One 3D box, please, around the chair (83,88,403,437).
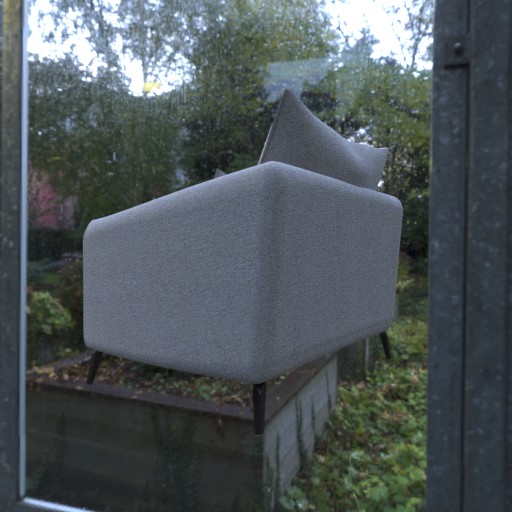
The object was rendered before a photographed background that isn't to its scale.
[{"bbox_3d":[0.000,0.000,1.631,0.801,0.856,1.029,0,1,36],"label":"chair"}]
